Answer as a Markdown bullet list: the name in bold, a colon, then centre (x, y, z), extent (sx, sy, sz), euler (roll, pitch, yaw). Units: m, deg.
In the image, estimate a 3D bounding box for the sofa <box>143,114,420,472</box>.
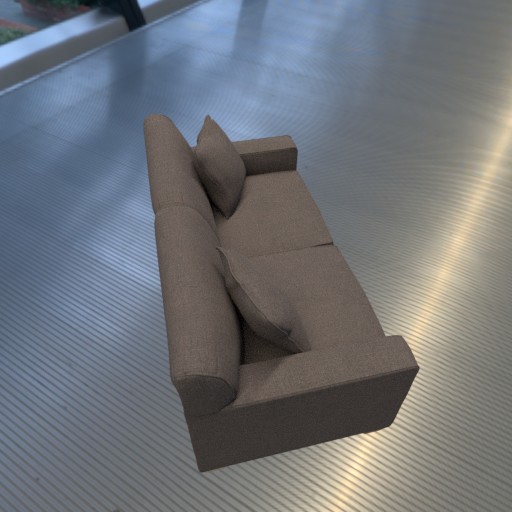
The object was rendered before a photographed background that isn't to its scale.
- **sofa**: centre (0.000, 0.000, 2.433), extent (1.000, 0.958, 1.846), euler (-10, 46, -9)
